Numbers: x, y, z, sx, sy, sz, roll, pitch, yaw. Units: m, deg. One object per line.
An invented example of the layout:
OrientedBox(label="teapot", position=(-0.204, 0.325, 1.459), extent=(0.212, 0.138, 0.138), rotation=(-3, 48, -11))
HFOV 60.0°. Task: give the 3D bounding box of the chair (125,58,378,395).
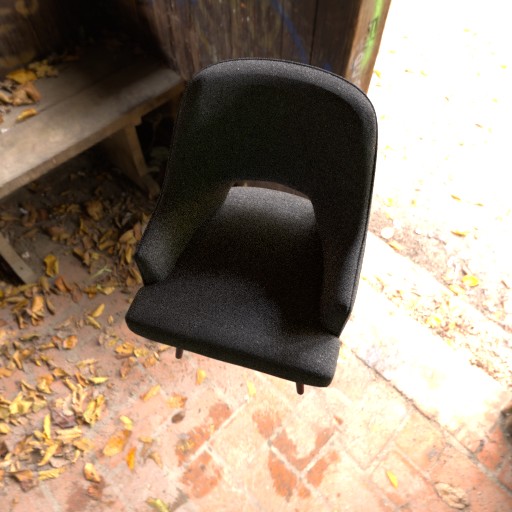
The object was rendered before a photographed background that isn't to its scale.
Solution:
OrientedBox(label="chair", position=(0.000, 0.000, 1.307), extent=(0.608, 0.875, 0.629), rotation=(14, 59, 9))
